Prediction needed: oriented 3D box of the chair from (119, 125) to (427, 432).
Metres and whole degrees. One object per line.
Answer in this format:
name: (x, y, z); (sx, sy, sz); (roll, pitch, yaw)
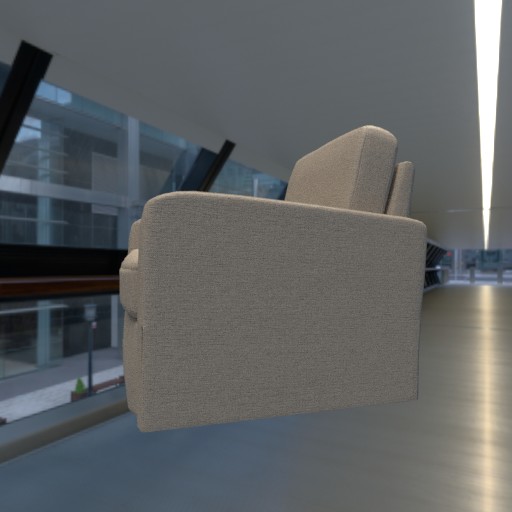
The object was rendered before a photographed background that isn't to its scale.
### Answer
chair: (0.000, 0.000, 1.510); (0.888, 0.827, 0.755); (0, 0, -18)
